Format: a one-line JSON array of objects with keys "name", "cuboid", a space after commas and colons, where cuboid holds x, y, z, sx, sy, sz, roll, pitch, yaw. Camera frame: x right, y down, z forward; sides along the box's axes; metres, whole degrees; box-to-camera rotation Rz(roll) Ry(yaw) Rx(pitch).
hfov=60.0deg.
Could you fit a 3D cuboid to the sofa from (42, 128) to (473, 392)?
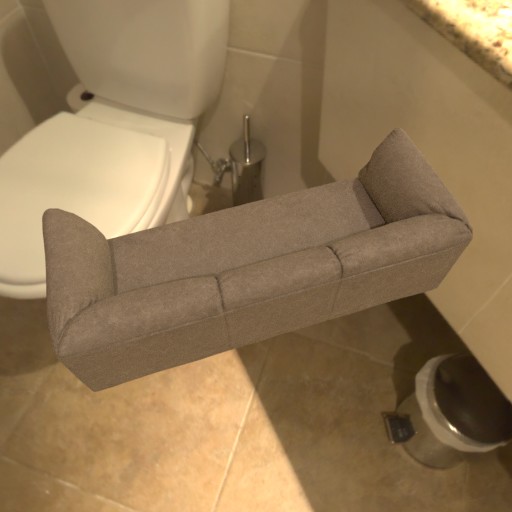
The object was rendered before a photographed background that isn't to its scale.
[{"name": "sofa", "cuboid": [0.000, 0.000, 2.664, 2.238, 0.758, 0.899, -15, 58, -10]}]
